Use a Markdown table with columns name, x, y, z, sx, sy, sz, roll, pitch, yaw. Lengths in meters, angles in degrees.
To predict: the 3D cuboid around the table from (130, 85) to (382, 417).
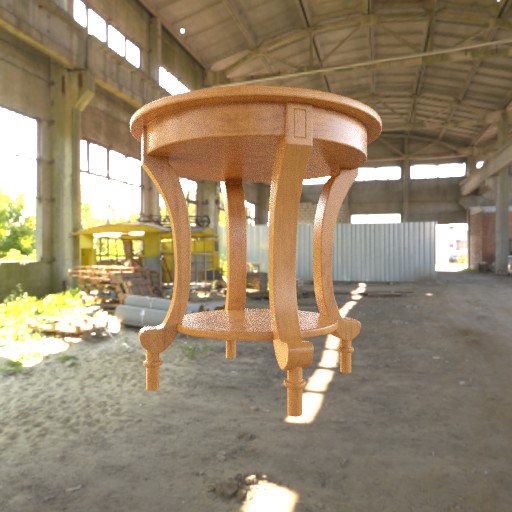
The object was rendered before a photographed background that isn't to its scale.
| name | x | y | z | sx | sy | sz | roll | pitch | yaw |
| --- | --- | --- | --- | --- | --- | --- | --- | --- | --- |
| table | 0.000 | 0.000 | 1.092 | 0.597 | 0.612 | 0.597 | 0 | 0 | 0 |
